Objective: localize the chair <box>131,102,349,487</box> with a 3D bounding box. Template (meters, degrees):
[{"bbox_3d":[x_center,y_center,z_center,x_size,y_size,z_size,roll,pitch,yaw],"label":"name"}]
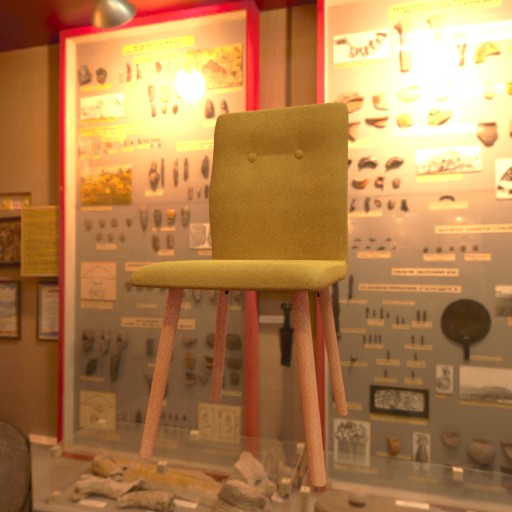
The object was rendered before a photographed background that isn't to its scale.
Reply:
[{"bbox_3d":[0.000,0.000,1.212,0.450,0.965,0.550,0,0,18],"label":"chair"}]
